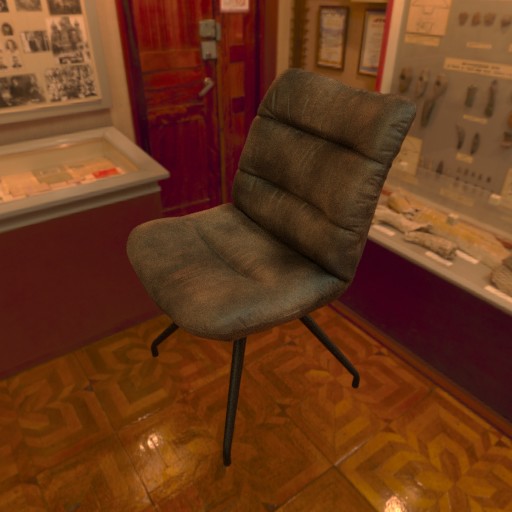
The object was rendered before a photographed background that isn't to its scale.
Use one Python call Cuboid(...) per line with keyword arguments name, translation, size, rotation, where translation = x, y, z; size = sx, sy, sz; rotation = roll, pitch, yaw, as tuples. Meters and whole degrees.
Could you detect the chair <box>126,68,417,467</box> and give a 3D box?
Cuboid(name="chair", translation=(0.000, 0.000, 1.229), size=(0.622, 0.870, 0.549), rotation=(-20, 37, -28))
